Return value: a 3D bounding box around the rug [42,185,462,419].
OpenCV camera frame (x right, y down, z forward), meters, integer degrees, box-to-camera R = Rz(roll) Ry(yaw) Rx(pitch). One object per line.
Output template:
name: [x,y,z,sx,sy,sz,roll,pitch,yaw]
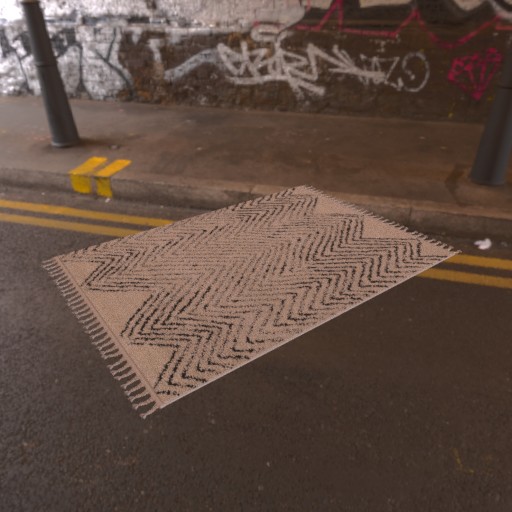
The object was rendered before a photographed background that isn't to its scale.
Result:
rug: [0.000,0.000,2.308,1.847,0.014,1.230,-20,36,-31]
